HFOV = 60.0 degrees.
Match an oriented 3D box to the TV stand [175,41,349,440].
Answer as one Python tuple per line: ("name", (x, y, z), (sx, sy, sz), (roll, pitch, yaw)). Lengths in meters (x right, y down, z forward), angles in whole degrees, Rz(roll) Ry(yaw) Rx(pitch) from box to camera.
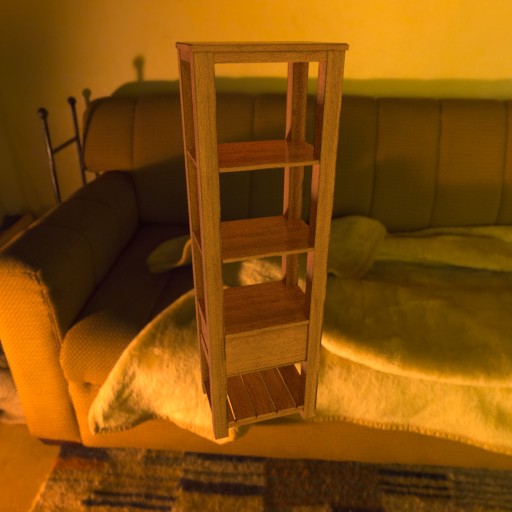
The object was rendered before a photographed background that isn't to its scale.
("TV stand", (0.000, 0.000, 2.105), (0.565, 1.828, 0.435), (-8, 28, -15))
